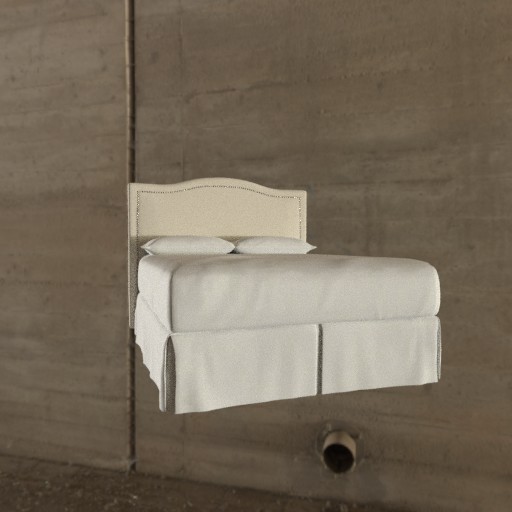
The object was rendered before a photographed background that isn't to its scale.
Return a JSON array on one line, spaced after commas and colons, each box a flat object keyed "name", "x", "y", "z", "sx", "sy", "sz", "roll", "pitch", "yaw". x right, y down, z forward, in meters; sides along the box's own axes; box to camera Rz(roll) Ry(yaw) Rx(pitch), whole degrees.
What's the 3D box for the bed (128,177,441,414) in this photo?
[{"name": "bed", "x": 0.000, "y": 0.000, "z": 3.334, "sx": 1.753, "sy": 1.460, "sz": 2.143, "roll": 0, "pitch": 2, "yaw": -19}]
